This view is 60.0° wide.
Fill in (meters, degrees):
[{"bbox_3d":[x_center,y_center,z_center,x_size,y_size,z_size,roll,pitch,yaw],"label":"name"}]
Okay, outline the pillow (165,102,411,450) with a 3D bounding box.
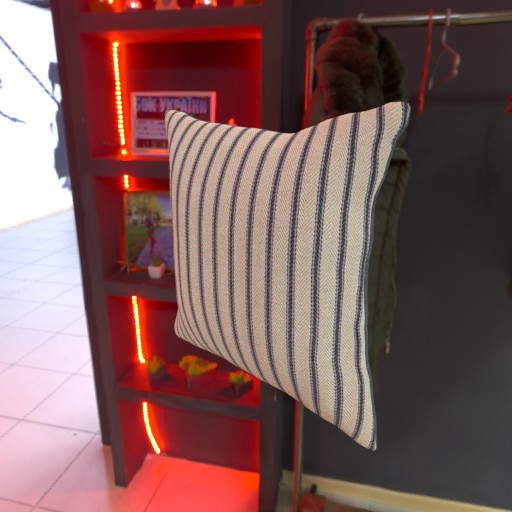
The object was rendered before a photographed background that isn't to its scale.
[{"bbox_3d":[0.000,0.000,0.691,0.138,0.444,0.468,-16,24,-42],"label":"pillow"}]
